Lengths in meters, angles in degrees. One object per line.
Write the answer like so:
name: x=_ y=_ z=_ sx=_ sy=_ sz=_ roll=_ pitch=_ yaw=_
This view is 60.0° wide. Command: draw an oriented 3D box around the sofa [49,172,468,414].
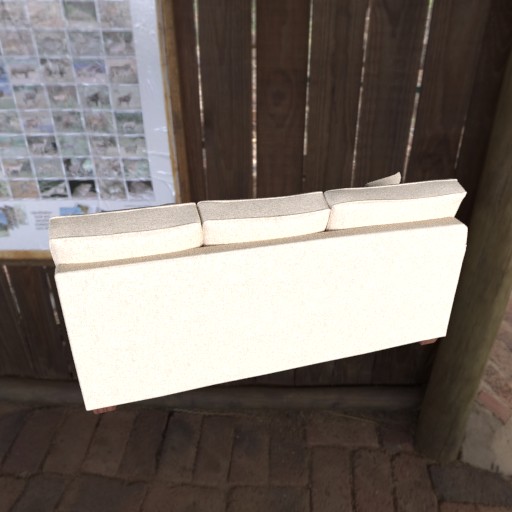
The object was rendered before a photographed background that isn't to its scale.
sofa: x=0.000 y=0.000 z=2.508 sx=1.962 sy=0.946 sz=1.034 roll=-8 pitch=27 yaw=-15
